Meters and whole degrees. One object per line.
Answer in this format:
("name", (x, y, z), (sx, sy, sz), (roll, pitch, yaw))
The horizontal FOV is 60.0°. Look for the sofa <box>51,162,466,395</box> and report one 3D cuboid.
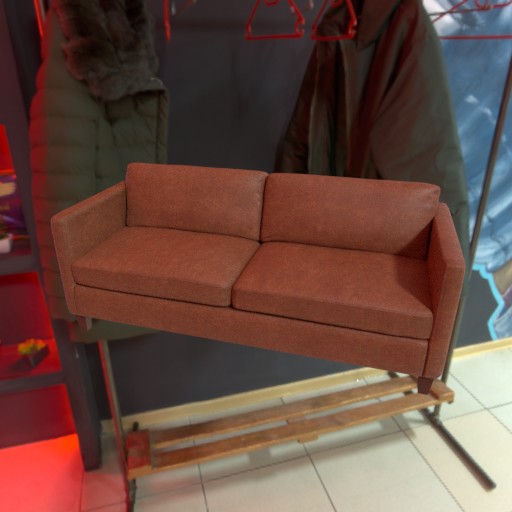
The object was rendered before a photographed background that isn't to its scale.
("sofa", (0.000, 0.000, 2.733), (2.204, 0.932, 0.950), (7, 26, 15))
